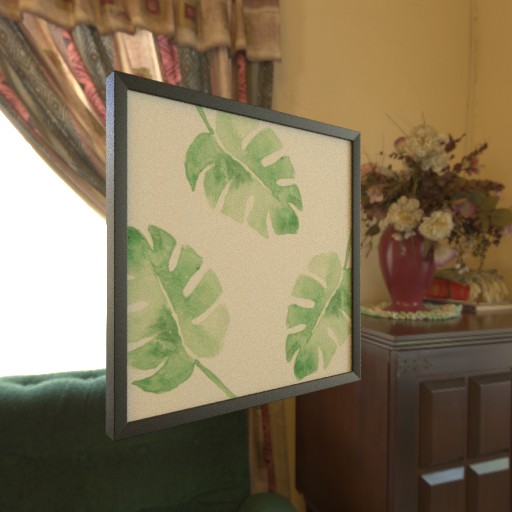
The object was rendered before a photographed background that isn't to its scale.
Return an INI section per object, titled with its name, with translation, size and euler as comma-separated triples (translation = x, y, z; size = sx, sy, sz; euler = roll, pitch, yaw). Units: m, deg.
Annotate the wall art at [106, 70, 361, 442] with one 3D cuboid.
[wall art]
translation = 0.000, 0.000, 0.770
size = 0.508, 0.508, 0.036
euler = 0, 0, -37
